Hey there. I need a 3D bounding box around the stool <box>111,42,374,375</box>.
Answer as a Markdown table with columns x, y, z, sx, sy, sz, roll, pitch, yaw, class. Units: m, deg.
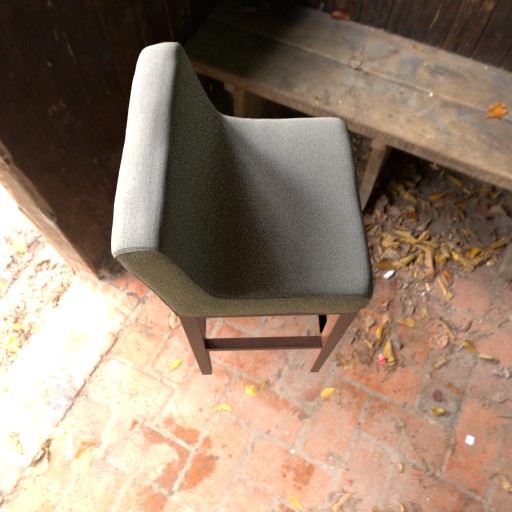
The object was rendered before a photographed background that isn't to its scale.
| x | y | z | sx | sy | sz | roll | pitch | yaw | class |
| --- | --- | --- | --- | --- | --- | --- | --- | --- | --- |
| 0.000 | 0.000 | 1.278 | 0.500 | 1.037 | 0.511 | -1 | 63 | -1 | stool |
